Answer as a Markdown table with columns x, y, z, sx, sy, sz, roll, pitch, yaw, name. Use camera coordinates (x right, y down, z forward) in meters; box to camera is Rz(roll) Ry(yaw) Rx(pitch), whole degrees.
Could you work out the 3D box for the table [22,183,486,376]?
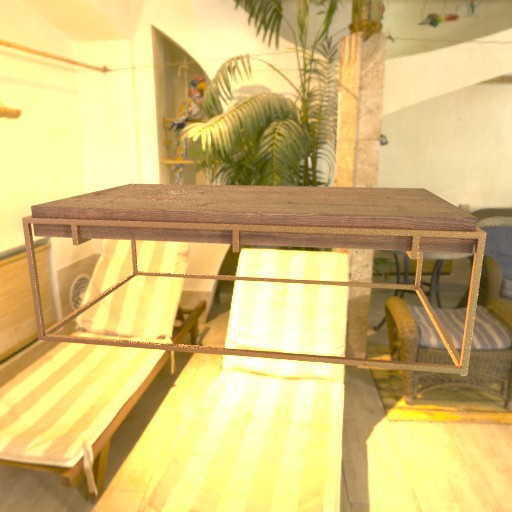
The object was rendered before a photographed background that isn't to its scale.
| x | y | z | sx | sy | sz | roll | pitch | yaw | name |
| --- | --- | --- | --- | --- | --- | --- | --- | --- | --- |
| 0.000 | 0.000 | 1.722 | 1.387 | 0.468 | 0.775 | 3 | 15 | 9 | table |
